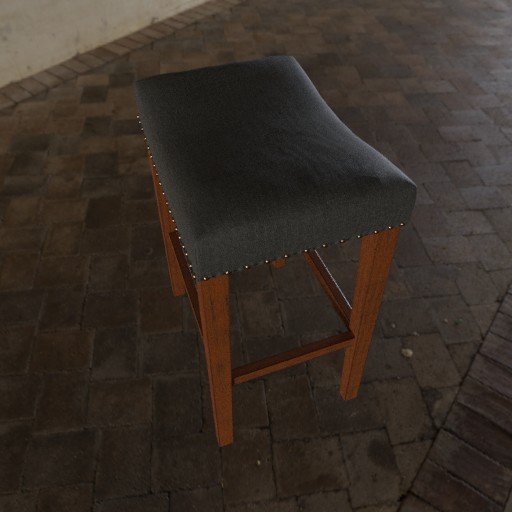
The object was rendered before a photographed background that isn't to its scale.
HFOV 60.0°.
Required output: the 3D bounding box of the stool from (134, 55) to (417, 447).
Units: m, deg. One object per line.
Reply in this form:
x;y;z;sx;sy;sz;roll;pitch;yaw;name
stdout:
0.000;0.000;0.870;0.320;0.612;0.439;-15;50;-13;stool
